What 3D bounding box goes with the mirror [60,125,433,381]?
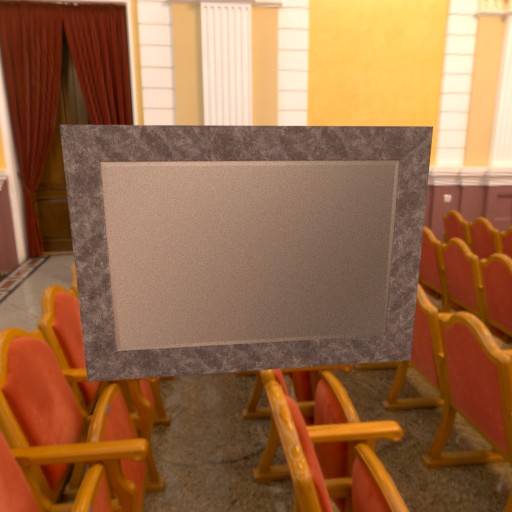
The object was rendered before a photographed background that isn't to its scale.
[{"bbox_3d":[0.000,0.000,1.410,1.101,0.795,0.022,-2,15,-7],"label":"mirror"}]
